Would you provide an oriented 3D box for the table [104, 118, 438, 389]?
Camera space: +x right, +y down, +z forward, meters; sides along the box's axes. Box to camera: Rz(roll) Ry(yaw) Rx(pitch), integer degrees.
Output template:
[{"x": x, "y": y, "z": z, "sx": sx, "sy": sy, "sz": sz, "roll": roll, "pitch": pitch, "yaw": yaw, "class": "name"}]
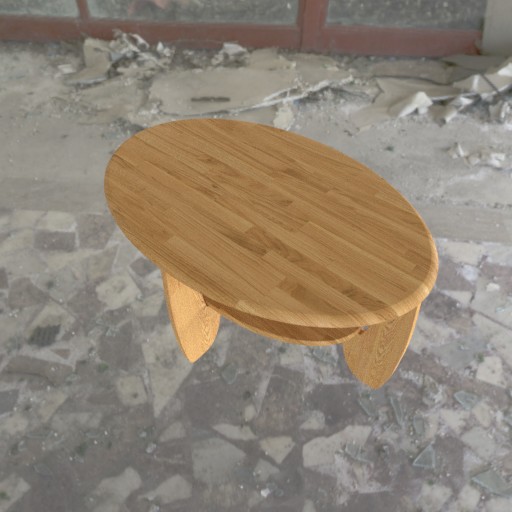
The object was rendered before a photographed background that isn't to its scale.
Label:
[{"x": 0.000, "y": 0.000, "z": 1.398, "sx": 1.040, "sy": 0.490, "sz": 0.690, "roll": 33, "pitch": 54, "yaw": 27, "class": "table"}]
